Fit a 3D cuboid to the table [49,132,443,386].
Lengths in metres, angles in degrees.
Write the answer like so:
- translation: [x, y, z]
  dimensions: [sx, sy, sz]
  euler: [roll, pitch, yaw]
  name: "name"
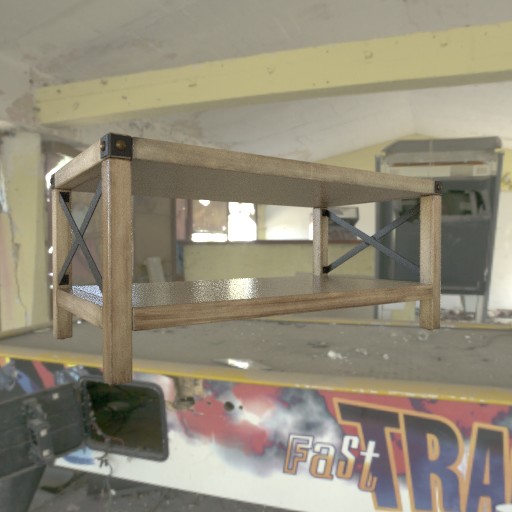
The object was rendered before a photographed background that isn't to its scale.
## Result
- translation: [0.000, 0.000, 1.288]
  dimensions: [1.016, 0.456, 0.559]
  euler: [-1, 1, -34]
  name: "table"
